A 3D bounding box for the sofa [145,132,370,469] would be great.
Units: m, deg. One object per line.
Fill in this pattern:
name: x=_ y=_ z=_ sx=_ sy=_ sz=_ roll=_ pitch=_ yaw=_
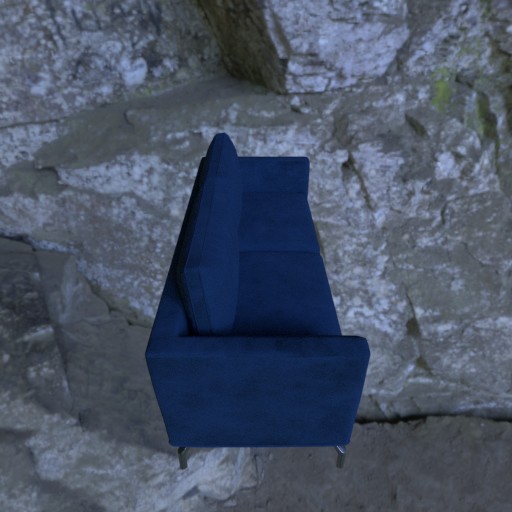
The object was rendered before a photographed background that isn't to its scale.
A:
sofa: x=0.000 y=0.000 z=2.703 sx=0.853 sy=0.998 sz=2.212 roll=0 pitch=32 yaw=0
